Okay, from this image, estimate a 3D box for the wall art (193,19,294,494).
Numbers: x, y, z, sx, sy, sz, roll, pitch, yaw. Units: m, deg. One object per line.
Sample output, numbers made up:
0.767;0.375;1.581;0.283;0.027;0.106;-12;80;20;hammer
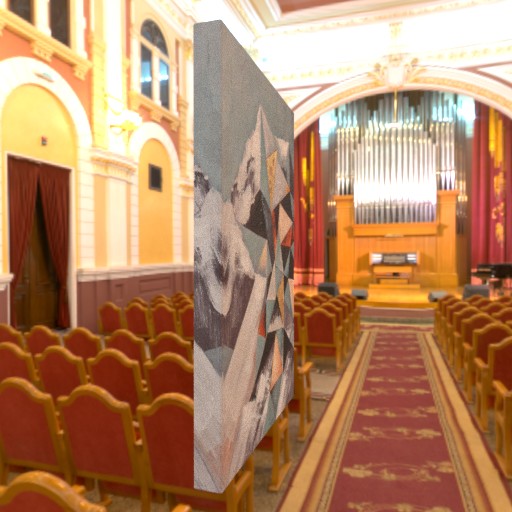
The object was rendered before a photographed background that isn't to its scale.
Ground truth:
0.000;0.000;1.145;0.061;0.911;0.609;0;1;18;wall art
